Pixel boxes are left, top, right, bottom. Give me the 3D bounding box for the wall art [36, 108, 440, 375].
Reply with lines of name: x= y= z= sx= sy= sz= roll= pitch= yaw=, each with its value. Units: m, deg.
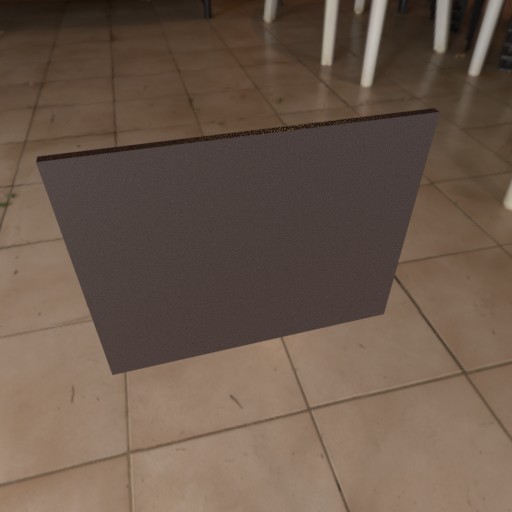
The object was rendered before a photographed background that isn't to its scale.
wall art: x=0.000 y=0.000 z=1.606 sx=1.207 sy=0.952 sz=0.034 roll=-10 pitch=42 yaw=-12
